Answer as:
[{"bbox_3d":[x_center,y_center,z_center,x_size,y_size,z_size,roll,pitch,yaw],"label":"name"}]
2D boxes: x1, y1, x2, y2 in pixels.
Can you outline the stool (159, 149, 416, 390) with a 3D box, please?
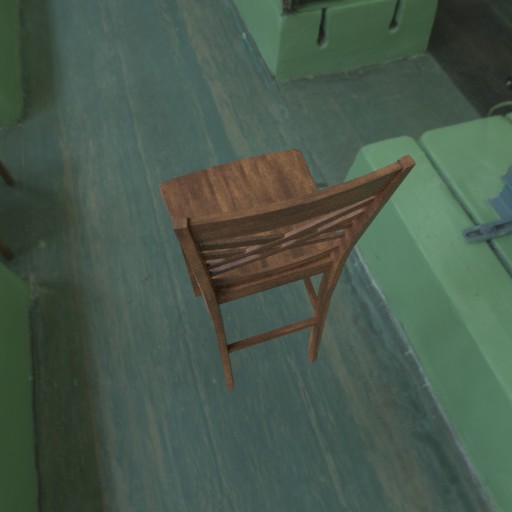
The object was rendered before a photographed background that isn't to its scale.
[{"bbox_3d":[0.000,0.000,1.318,0.433,1.105,0.487,-16,60,-10],"label":"stool"}]
